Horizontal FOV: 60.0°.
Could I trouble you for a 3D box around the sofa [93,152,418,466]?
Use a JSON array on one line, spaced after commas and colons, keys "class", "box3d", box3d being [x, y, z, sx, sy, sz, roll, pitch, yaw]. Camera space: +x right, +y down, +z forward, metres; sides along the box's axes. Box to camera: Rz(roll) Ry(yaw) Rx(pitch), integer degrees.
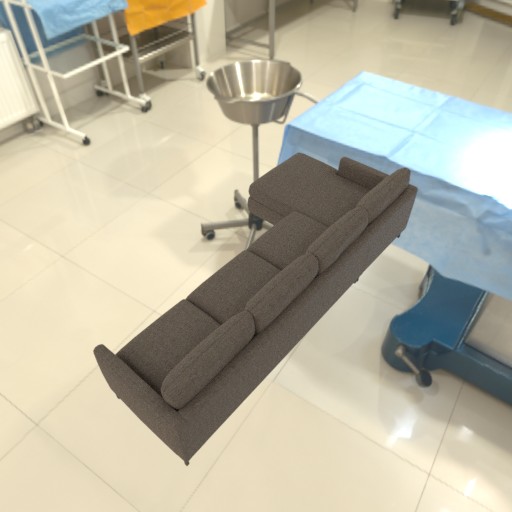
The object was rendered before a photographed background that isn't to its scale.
[{"class": "sofa", "box3d": [0.000, 0.000, 3.354, 1.258, 0.754, 2.731, 31, 53, 27]}]
